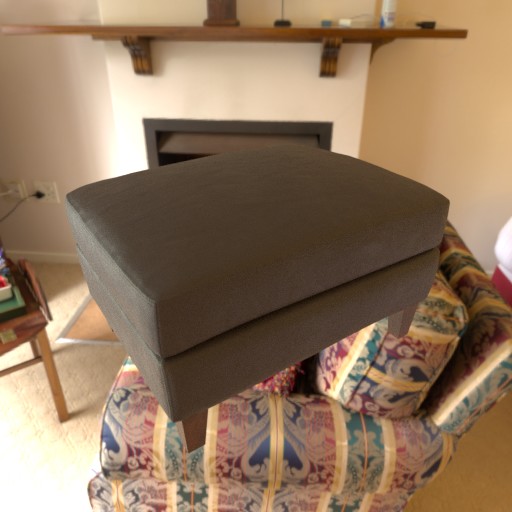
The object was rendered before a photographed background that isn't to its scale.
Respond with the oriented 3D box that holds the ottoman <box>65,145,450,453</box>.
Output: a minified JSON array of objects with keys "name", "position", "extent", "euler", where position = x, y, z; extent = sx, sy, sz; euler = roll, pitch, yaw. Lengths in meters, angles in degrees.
[{"name":"ottoman","position":[0.000,0.000,1.278],"extent":[0.887,0.529,0.659],"euler":[-18,34,-29]}]
